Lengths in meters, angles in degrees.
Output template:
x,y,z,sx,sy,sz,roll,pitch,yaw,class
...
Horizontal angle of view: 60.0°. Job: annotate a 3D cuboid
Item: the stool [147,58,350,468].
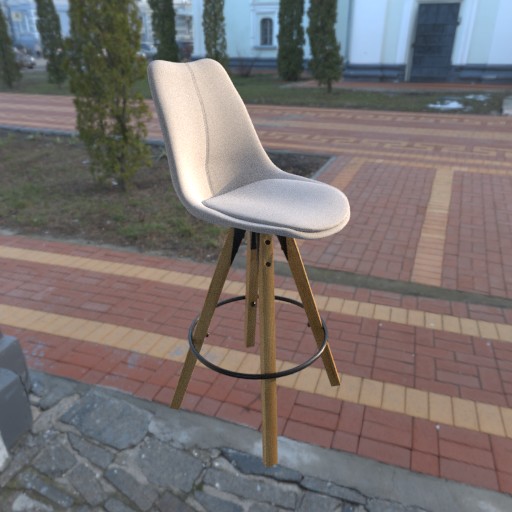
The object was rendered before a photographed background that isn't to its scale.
x,y,z,sx,sy,sz,roll,pitch,yaw,class
0.000,0.000,1.384,0.550,1.115,0.484,17,30,32,stool
